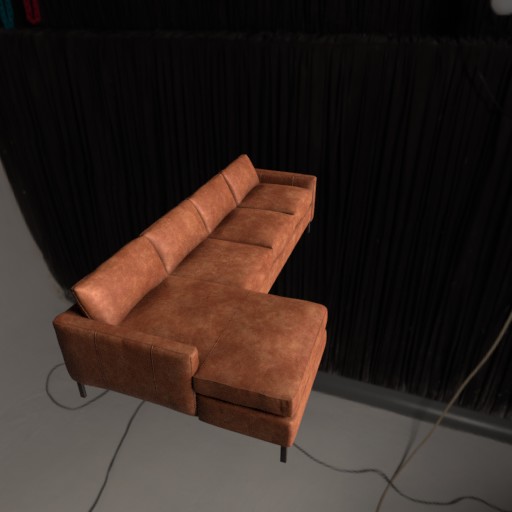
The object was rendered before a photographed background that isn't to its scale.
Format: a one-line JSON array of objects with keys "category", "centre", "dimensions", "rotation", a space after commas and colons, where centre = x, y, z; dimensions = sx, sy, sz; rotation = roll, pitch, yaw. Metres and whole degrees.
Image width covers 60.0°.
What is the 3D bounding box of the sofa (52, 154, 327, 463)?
[{"category": "sofa", "centre": [0.000, 0.000, 3.676], "dimensions": [1.471, 0.859, 2.993], "rotation": [10, 31, 17]}]
